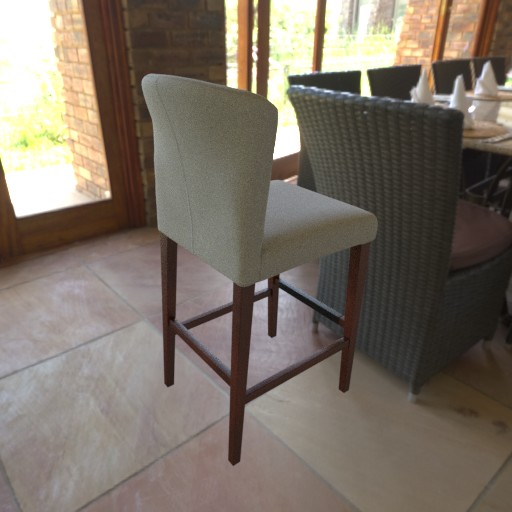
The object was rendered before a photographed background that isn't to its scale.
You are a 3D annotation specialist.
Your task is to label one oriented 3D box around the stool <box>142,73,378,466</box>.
[{"bbox_3d":[0.000,0.000,1.375,0.568,1.069,0.479,-19,32,-33],"label":"stool"}]
